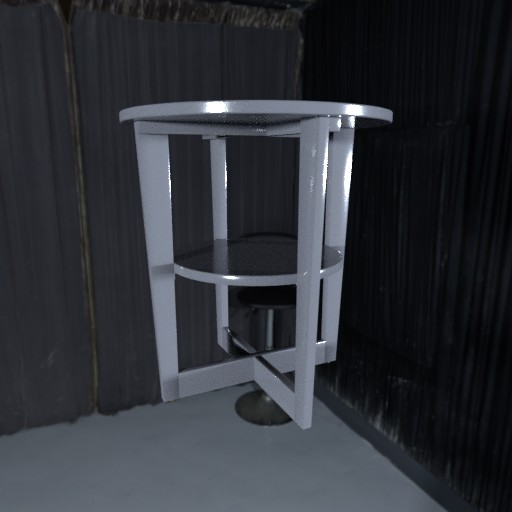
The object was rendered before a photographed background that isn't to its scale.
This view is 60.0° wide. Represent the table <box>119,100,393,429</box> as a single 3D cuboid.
[{"bbox_3d":[0.000,0.000,0.907,0.500,0.550,0.500,0,13,0],"label":"table"}]
